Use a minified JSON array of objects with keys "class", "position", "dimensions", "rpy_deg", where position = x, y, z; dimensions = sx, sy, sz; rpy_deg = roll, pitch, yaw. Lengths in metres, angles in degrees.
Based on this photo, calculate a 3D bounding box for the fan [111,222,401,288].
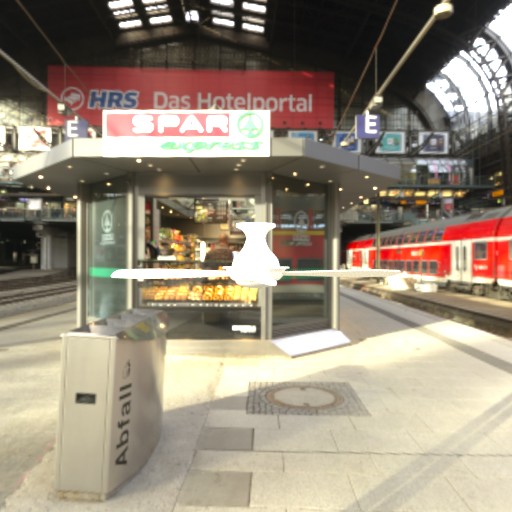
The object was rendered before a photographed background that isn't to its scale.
[{"class":"fan","position":[0.000,0.000,2.633],"dimensions":[1.693,0.382,1.694],"rpy_deg":[0,0,0]}]
